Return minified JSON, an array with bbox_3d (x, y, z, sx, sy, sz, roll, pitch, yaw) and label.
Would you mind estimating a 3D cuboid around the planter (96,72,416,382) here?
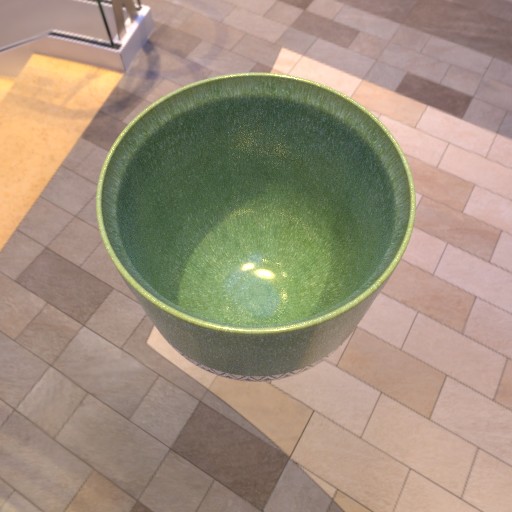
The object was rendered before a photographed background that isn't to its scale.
[{"bbox_3d":[0.000,0.000,0.490,0.266,0.270,0.266,0,62,0],"label":"planter"}]
